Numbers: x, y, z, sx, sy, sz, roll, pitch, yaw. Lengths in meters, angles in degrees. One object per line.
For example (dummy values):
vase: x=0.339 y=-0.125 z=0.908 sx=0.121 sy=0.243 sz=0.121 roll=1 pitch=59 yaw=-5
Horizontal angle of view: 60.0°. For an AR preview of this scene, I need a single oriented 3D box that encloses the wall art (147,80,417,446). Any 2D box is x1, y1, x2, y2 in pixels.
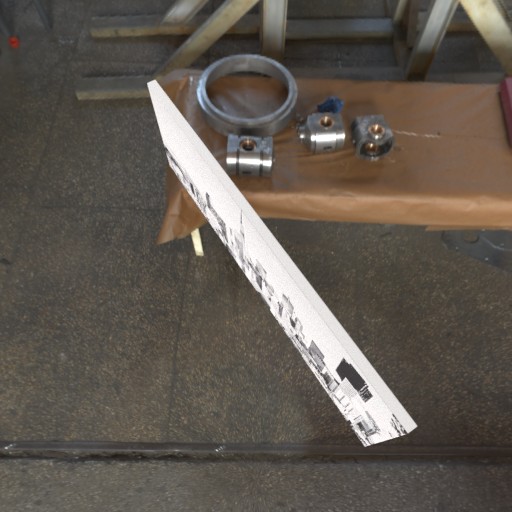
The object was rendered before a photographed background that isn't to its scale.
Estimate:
wall art: x=0.000 y=0.000 z=1.678 sx=0.039 sy=0.507 sz=1.520 roll=-30 pitch=67 yaw=-14
